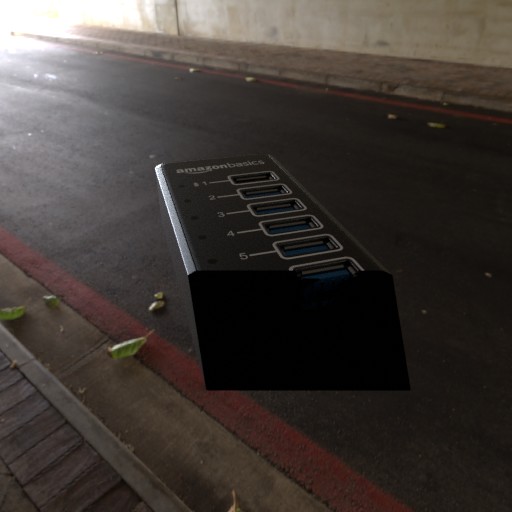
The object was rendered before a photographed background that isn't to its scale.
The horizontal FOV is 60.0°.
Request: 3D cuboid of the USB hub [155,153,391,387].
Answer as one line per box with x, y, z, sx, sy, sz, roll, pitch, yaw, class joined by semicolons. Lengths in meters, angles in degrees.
0.000;0.000;0.127;0.044;0.023;0.110;-9;33;-14;USB hub
